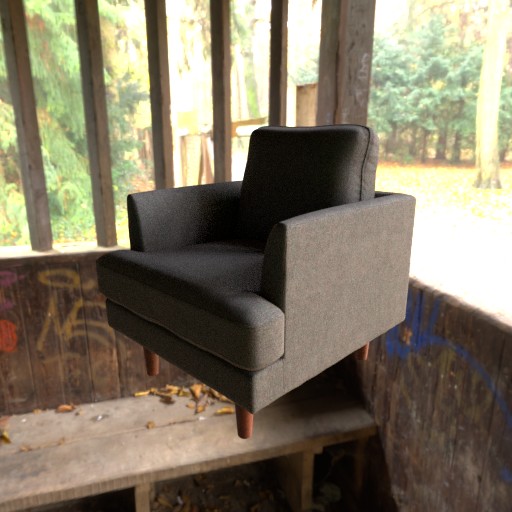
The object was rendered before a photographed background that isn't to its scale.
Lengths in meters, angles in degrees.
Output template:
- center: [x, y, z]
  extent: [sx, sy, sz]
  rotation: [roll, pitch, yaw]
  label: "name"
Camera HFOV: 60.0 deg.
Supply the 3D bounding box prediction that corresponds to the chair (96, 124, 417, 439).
- center: [0.000, 0.000, 1.673]
  extent: [0.858, 0.957, 0.899]
  rotation: [15, 22, 42]
  label: "chair"
